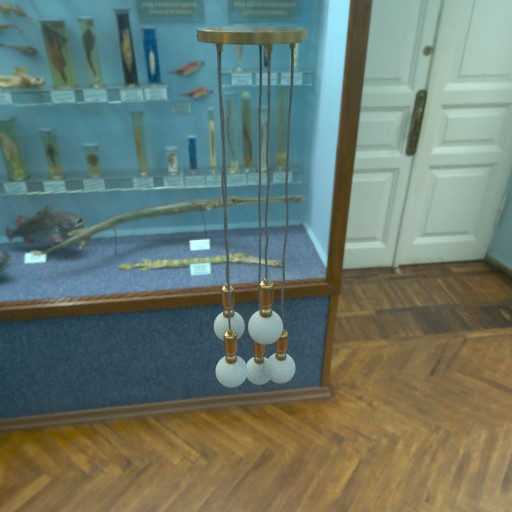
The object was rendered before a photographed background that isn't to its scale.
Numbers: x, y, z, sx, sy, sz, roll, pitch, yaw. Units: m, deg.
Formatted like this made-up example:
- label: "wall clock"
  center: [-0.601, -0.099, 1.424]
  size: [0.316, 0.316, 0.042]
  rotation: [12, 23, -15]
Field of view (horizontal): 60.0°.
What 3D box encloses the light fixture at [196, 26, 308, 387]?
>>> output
- label: "light fixture"
  center: [0.000, 0.000, 0.499]
  size: [0.105, 0.457, 0.108]
  rotation: [-3, 30, -5]
